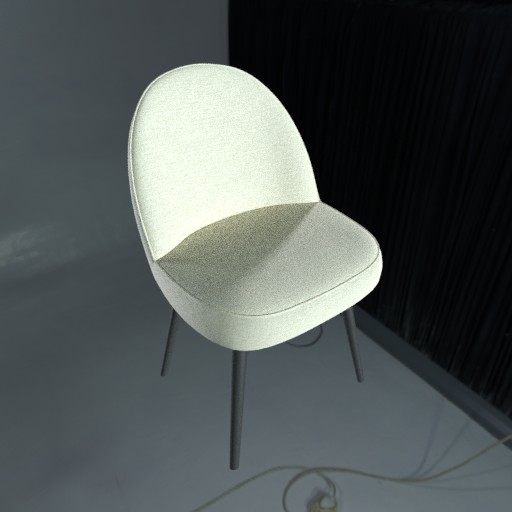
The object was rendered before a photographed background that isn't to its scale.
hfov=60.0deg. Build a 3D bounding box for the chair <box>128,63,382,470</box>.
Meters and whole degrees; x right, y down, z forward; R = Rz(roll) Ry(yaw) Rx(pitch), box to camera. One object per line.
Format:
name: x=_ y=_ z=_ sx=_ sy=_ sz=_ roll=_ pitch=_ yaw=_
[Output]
chair: x=0.000 y=0.000 z=1.124 sx=0.532 sy=0.838 sz=0.540 roll=-22 pitch=39 yaw=-30
